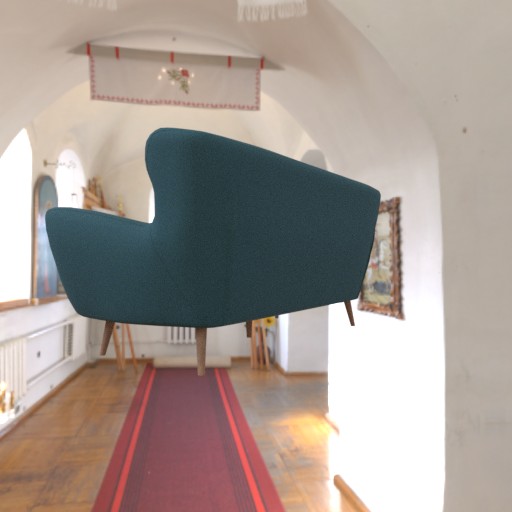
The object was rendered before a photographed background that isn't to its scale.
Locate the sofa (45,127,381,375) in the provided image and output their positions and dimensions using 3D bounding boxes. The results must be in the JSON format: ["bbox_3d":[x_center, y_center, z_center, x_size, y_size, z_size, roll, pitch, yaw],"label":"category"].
[{"bbox_3d":[0.000,0.000,2.388,0.889,0.890,1.930,0,0,35],"label":"sofa"}]
